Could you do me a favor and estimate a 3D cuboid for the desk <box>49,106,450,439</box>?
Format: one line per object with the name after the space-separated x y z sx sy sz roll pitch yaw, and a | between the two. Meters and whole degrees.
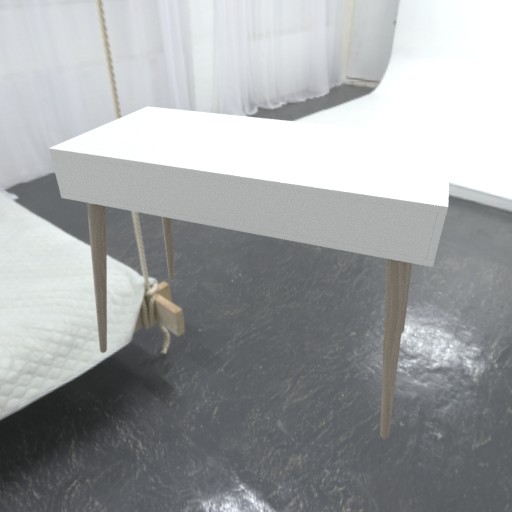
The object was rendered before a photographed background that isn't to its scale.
0.000 0.000 1.388 0.979 0.723 0.491 11 34 17 | desk
